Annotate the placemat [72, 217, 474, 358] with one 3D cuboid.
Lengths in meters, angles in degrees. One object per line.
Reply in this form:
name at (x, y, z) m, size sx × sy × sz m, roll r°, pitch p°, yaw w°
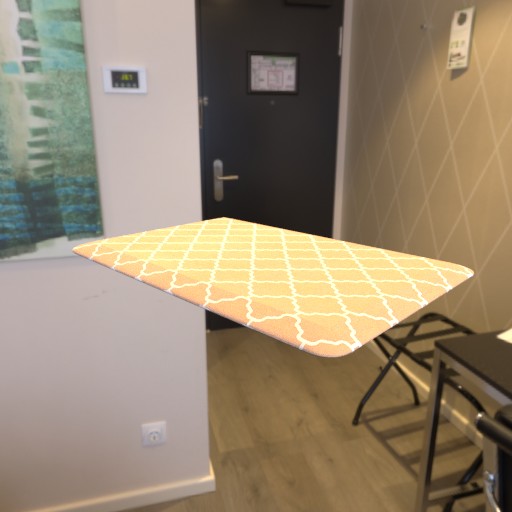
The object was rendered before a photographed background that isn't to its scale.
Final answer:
placemat at (0.000, 0.000, 0.969) m, size 0.762 × 0.021 × 0.508 m, roll 15°, pitch 22°, yaw 42°
